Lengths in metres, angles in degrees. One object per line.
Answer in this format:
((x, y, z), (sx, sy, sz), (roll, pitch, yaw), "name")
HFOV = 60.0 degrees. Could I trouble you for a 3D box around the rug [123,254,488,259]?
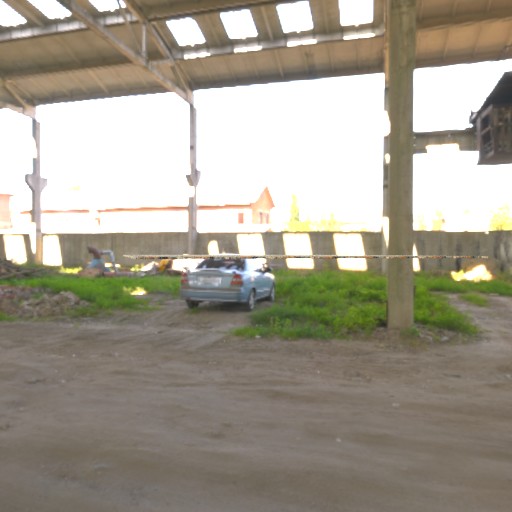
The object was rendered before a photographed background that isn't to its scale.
((0.000, 0.000, 2.278), (1.278, 0.009, 1.730), (0, 0, -18), "rug")
